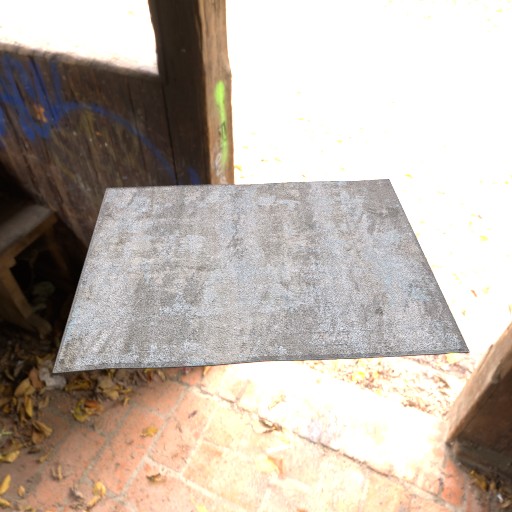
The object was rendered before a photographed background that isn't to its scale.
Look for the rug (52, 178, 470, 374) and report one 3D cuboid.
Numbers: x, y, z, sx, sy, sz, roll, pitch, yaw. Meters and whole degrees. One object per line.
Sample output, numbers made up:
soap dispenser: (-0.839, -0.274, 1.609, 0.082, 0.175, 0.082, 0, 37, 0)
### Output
rug: (0.000, 0.000, 4.334, 3.307, 0.013, 2.393, -2, 45, -2)
